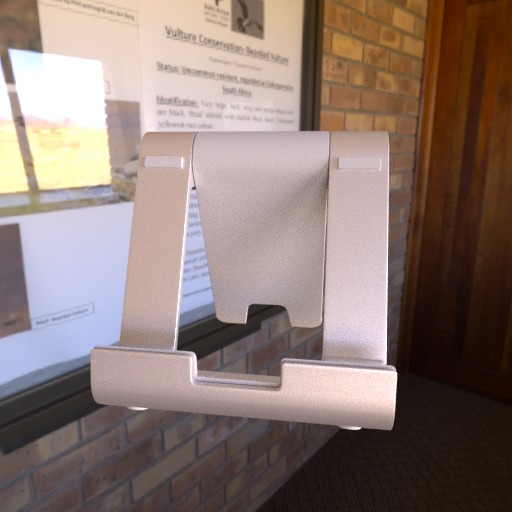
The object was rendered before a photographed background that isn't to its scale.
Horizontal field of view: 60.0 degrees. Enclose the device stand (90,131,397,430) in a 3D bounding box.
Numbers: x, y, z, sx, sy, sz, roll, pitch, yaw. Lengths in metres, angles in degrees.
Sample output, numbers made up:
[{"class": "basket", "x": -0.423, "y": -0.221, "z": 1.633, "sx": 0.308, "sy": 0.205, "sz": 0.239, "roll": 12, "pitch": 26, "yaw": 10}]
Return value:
[{"class": "device stand", "x": 0.000, "y": 0.000, "z": 0.153, "sx": 0.086, "sy": 0.084, "sz": 0.079, "roll": 2, "pitch": 15, "yaw": 8}]
